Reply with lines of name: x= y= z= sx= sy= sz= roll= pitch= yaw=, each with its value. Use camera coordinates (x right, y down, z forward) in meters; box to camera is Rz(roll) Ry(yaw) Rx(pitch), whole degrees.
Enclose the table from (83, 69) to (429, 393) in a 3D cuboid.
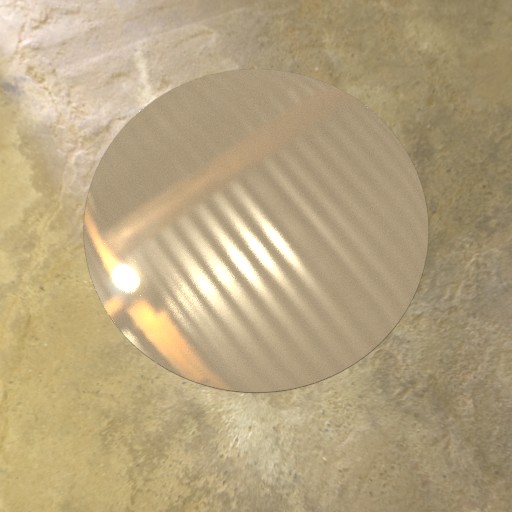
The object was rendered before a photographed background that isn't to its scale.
table: x=0.000 y=0.000 z=0.855 sx=0.499 sy=0.443 sz=0.499 roll=0 pitch=74 yaw=0
